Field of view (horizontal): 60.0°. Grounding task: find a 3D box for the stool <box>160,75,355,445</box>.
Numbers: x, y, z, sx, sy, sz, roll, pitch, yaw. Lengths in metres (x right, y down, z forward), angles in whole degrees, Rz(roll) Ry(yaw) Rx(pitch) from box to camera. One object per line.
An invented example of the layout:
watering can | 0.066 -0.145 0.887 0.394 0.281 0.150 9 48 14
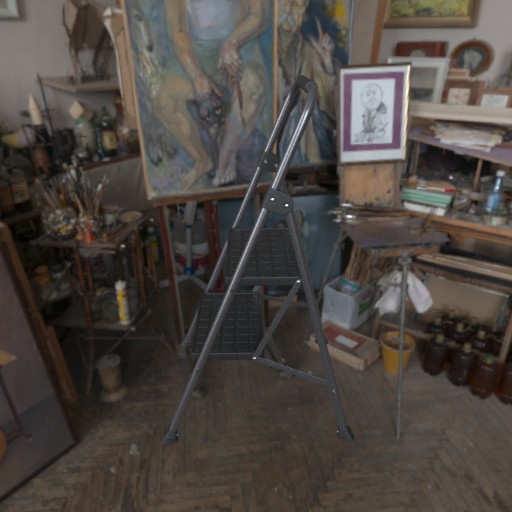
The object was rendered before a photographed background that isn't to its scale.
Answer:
stool | 0.000 0.000 1.168 0.514 0.872 0.450 -1 26 -1
